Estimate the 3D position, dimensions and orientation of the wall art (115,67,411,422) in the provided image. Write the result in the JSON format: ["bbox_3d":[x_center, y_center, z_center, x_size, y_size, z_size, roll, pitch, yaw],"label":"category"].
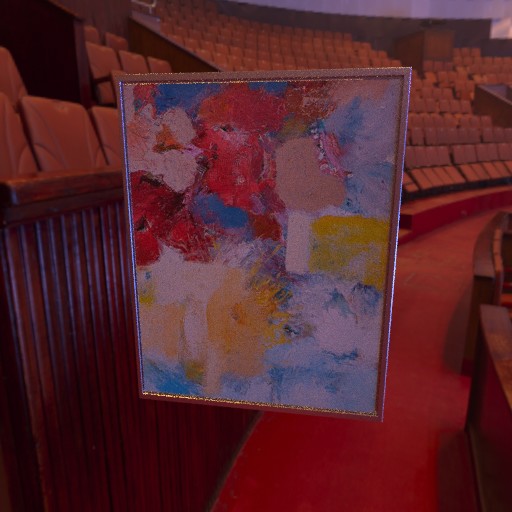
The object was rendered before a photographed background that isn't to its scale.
[{"bbox_3d":[0.000,0.000,1.352,0.816,1.046,0.030,2,15,9],"label":"wall art"}]
